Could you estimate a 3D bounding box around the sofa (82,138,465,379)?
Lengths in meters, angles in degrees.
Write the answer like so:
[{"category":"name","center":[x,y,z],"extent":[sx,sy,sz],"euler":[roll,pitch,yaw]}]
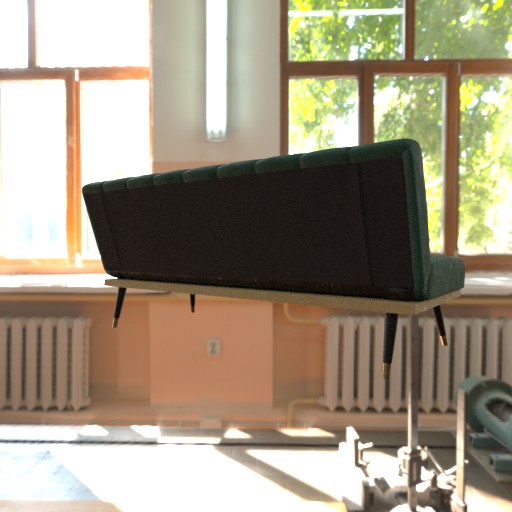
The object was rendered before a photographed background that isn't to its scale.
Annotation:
[{"category":"sofa","center":[0.000,0.000,2.245],"extent":[1.810,0.820,0.830],"euler":[1,2,37]}]
